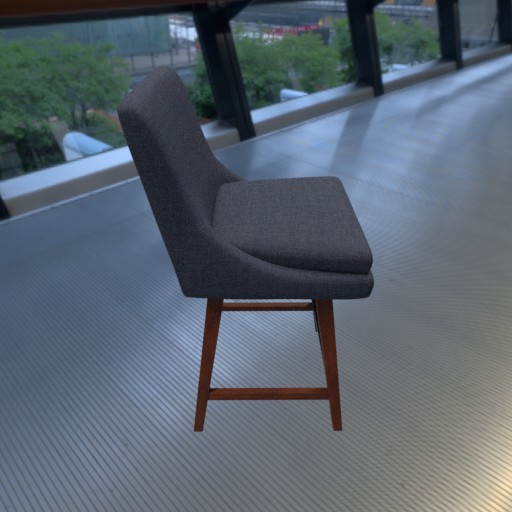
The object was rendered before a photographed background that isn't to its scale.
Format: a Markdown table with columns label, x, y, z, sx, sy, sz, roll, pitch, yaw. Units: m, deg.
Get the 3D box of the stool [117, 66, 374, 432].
| label | x | y | z | sx | sy | sz | roll | pitch | yaw |
| --- | --- | --- | --- | --- | --- | --- | --- | --- | --- |
| stool | 0.000 | 0.000 | 1.188 | 0.524 | 0.895 | 0.467 | 0 | 32 | 0 |
